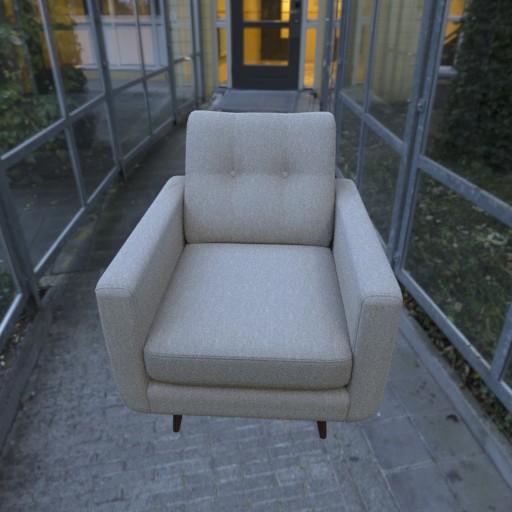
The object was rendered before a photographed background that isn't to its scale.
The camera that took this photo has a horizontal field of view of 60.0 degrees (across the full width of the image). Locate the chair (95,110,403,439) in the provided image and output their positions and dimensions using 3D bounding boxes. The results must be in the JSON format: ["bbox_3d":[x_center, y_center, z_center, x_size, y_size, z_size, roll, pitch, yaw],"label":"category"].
[{"bbox_3d":[0.000,0.000,1.799,0.897,0.965,1.128,1,29,3],"label":"chair"}]
